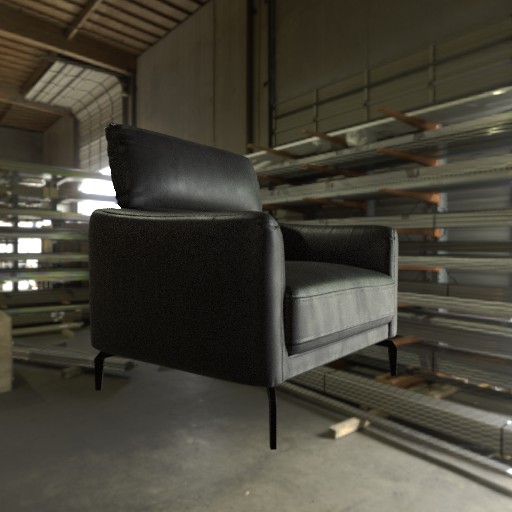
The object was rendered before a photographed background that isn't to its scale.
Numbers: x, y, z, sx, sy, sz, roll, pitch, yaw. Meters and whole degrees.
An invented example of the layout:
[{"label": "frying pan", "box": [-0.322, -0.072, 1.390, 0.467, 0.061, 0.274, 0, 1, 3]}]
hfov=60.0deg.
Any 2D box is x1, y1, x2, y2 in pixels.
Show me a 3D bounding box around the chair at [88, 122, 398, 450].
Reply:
[{"label": "chair", "box": [0.000, 0.000, 1.653, 0.809, 0.949, 0.976, 1, 1, 38]}]
